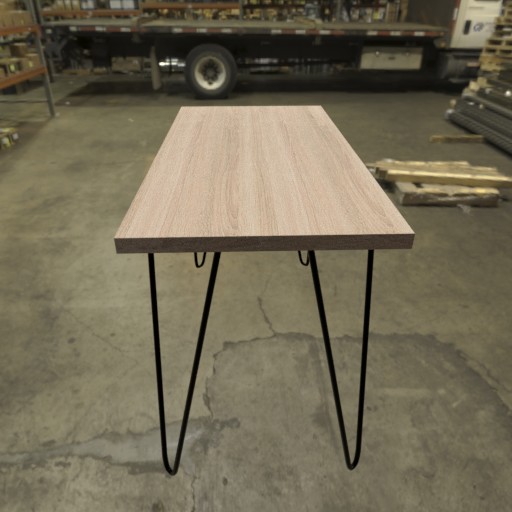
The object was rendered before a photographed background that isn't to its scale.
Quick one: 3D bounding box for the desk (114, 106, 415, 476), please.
[{"bbox_3d":[0.000,0.000,1.326,0.499,0.660,0.991,-1,31,-2],"label":"desk"}]
